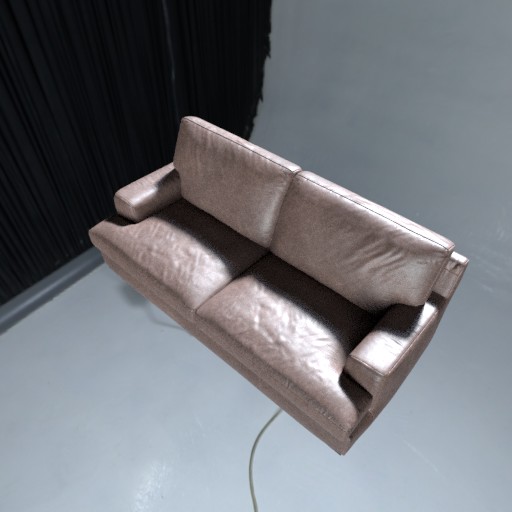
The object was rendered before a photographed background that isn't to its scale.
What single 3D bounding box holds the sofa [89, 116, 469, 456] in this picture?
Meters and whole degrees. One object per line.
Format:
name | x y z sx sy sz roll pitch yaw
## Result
sofa | 0.000 0.000 2.868 2.261 0.941 1.143 32 54 27
